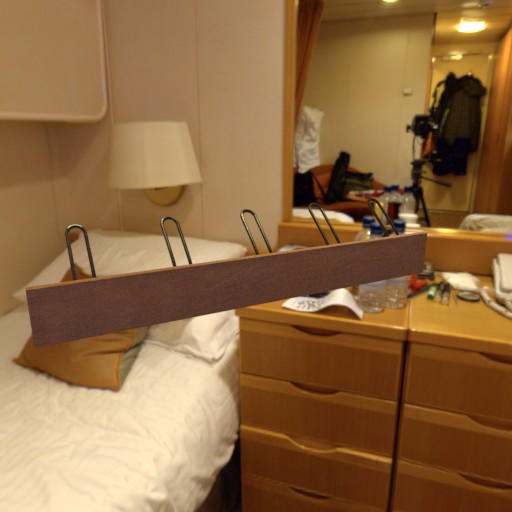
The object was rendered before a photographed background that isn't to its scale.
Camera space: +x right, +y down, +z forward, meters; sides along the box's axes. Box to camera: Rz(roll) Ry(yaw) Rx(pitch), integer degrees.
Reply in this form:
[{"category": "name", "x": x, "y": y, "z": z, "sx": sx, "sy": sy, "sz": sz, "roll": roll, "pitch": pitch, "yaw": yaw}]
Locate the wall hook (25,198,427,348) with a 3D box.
[{"category": "wall hook", "x": 0.000, "y": 0.000, "z": 0.598, "sx": 0.554, "sy": 0.116, "sz": 0.076, "roll": -8, "pitch": 18, "yaw": -26}]
